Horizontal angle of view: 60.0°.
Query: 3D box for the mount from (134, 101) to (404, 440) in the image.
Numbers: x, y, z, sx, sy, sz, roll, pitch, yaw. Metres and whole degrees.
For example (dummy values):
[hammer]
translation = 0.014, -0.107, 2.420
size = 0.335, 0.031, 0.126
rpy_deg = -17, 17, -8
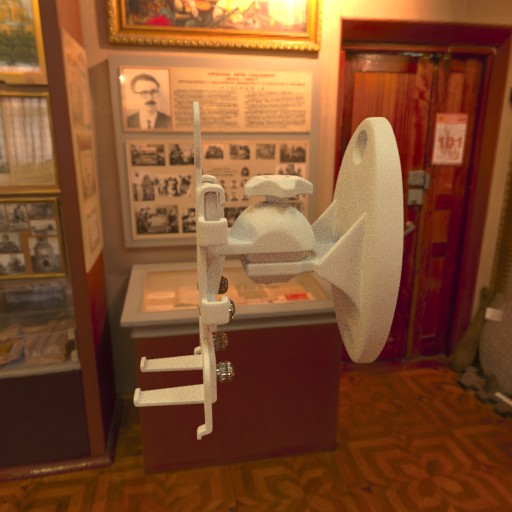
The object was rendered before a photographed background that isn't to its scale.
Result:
[mount]
translation = 0.000, 0.000, 0.180
size = 0.100, 0.118, 0.066
rpy_deg = -2, 16, -8
